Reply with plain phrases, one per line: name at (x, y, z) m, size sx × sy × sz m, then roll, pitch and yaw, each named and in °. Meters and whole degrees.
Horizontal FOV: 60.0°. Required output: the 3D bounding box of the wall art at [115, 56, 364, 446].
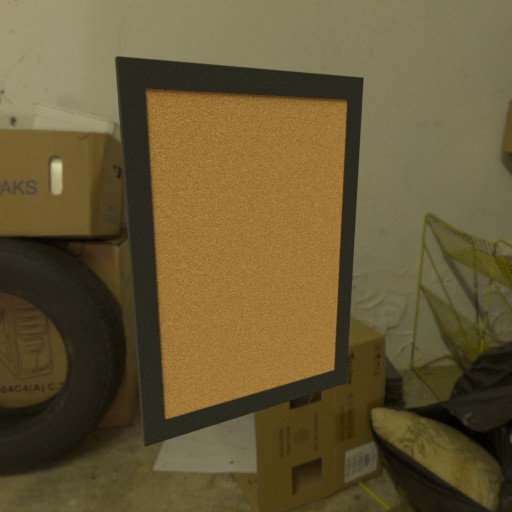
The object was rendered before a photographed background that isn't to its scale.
wall art at (0.000, 0.000, 0.672) m, size 0.374 × 0.529 × 0.012 m, roll -8°, pitch 16°, yaw -27°
